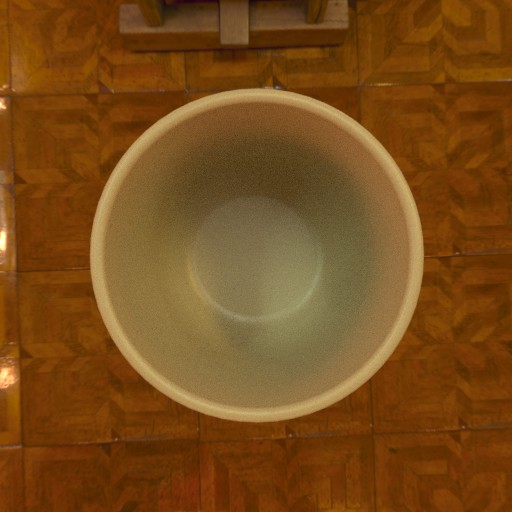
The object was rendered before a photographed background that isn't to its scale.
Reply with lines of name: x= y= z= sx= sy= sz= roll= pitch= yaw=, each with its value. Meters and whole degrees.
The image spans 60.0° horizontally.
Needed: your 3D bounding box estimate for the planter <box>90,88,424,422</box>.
planter: x=0.000 y=0.000 z=0.217 sx=0.124 sy=0.109 sz=0.124 roll=0 pitch=90 yaw=-1
